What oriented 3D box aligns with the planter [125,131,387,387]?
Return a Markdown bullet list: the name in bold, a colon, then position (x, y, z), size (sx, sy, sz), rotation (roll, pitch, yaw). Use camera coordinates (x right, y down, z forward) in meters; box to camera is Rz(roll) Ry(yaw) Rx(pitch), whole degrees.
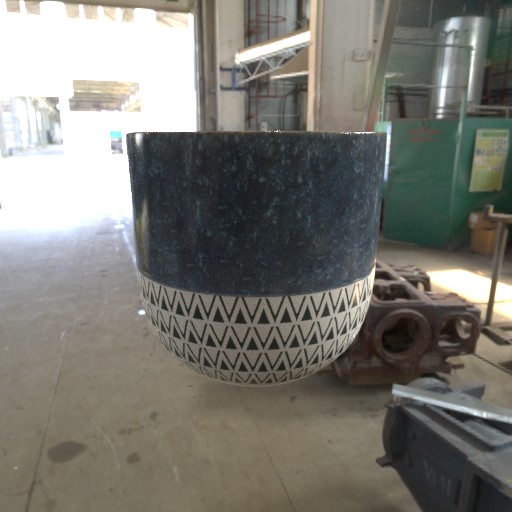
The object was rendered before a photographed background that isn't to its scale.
- **planter**: position (0.000, 0.000, 0.502), size (0.266, 0.270, 0.266), rotation (0, 15, 0)
